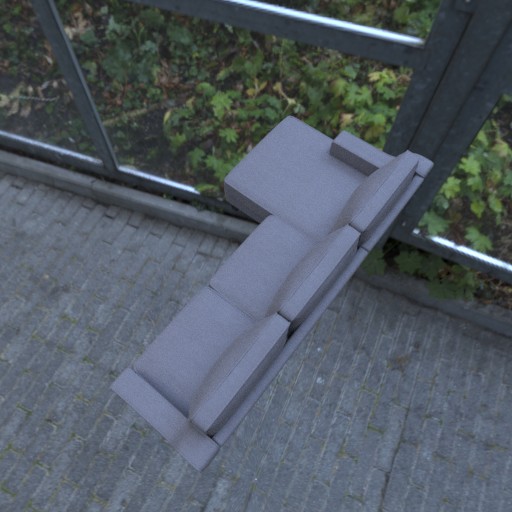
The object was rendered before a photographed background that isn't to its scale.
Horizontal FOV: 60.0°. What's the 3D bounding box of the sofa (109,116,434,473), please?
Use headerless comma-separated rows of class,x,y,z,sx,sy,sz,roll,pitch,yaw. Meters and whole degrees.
sofa,0.000,0.000,3.172,1.294,0.928,2.561,35,68,16
